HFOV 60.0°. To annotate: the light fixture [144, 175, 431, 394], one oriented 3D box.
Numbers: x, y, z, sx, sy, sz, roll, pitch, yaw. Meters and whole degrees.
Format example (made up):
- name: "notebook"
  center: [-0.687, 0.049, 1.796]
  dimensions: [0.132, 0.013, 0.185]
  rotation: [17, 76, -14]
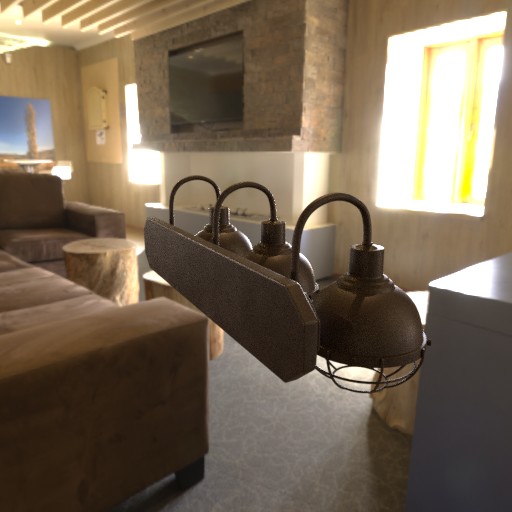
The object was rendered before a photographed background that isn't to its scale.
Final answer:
- name: "light fixture"
  center: [0.000, 0.000, 0.762]
  dimensions: [0.229, 0.254, 0.634]
  rotation: [-7, 15, -27]
